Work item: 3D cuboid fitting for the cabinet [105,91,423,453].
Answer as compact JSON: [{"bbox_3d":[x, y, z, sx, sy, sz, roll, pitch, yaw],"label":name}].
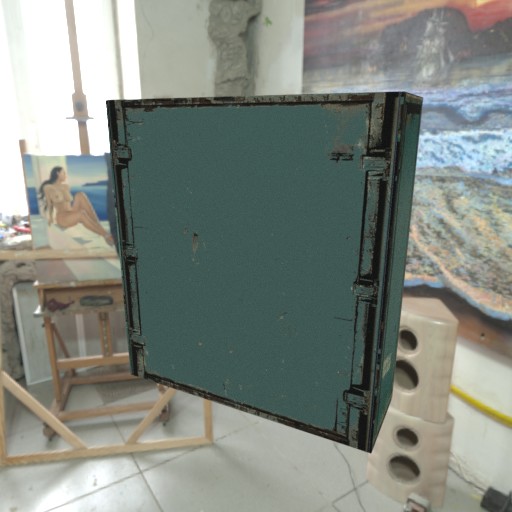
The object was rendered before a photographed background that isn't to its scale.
[{"bbox_3d":[0.000,0.000,3.228,2.000,2.160,0.680,9,19,26],"label":"cabinet"}]
